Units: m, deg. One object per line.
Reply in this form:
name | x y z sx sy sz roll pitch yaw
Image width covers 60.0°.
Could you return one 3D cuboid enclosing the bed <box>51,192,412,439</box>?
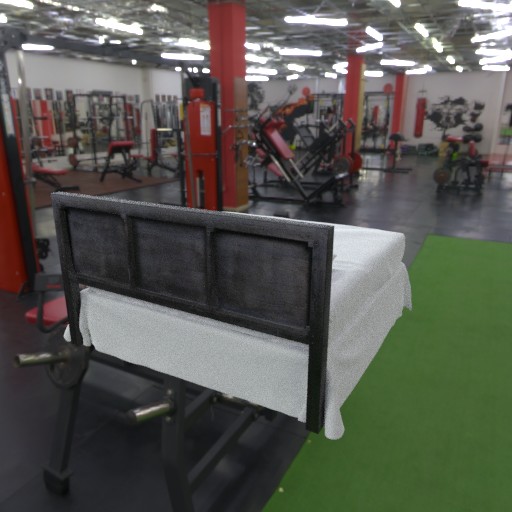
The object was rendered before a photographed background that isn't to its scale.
bed | 0.000 0.000 3.590 2.255 1.158 2.165 10 20 29
